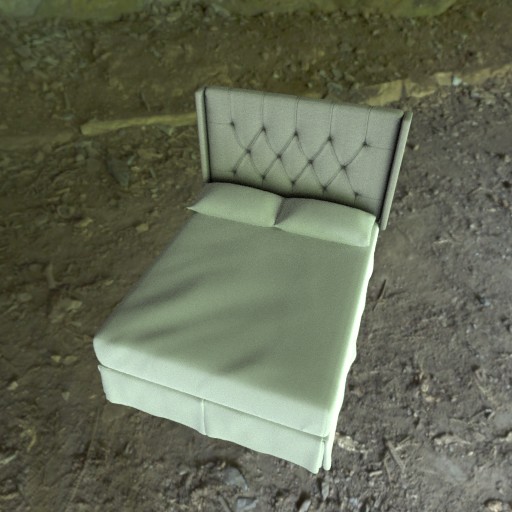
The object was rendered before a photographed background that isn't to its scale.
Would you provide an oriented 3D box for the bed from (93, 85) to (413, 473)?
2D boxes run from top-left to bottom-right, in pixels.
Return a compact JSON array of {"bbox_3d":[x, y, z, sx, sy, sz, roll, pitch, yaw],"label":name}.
[{"bbox_3d":[0.000,0.000,3.267,1.719,1.665,2.066,13,42,15],"label":"bed"}]
